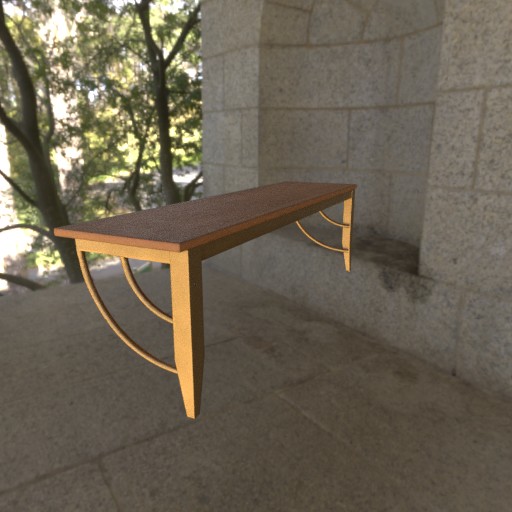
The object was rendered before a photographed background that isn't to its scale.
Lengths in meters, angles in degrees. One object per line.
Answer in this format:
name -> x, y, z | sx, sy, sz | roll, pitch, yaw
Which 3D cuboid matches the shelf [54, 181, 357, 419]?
shelf -> 0.000, 0.000, 0.738 | 0.166, 0.190, 0.636 | 7, 16, 26
